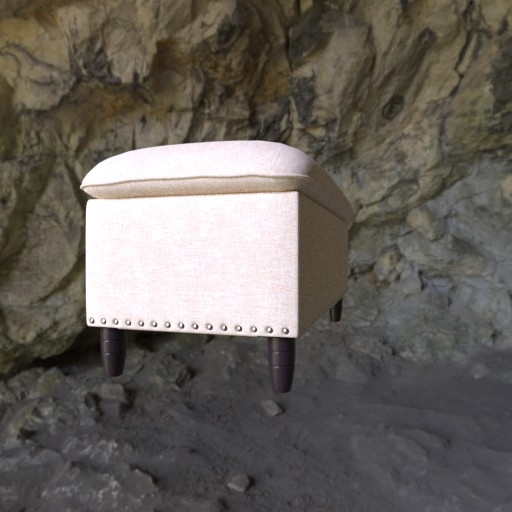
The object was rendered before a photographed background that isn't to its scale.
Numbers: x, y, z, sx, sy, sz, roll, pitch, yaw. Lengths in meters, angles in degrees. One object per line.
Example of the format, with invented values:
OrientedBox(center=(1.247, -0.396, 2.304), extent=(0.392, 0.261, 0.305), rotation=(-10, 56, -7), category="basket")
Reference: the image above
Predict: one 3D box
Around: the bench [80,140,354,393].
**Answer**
OrientedBox(center=(0.000, 0.000, 1.263), extent=(0.483, 0.483, 0.991), rotation=(0, 1, 17), category="bench")
